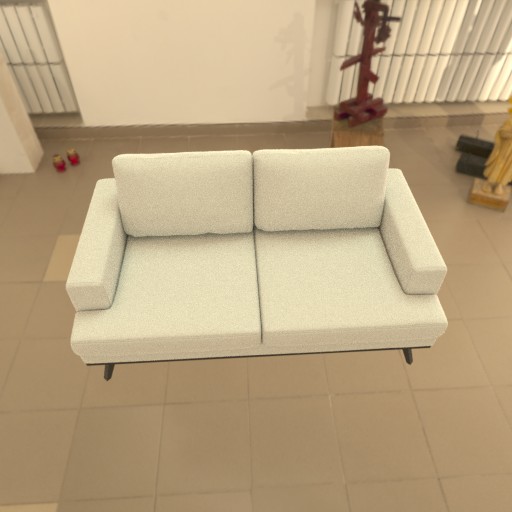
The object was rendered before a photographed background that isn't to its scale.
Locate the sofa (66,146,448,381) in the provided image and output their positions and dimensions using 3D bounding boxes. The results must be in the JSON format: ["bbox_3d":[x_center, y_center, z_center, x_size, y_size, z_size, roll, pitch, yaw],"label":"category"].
[{"bbox_3d":[0.000,0.000,2.196,1.650,0.810,0.920,-2,47,-2],"label":"sofa"}]
